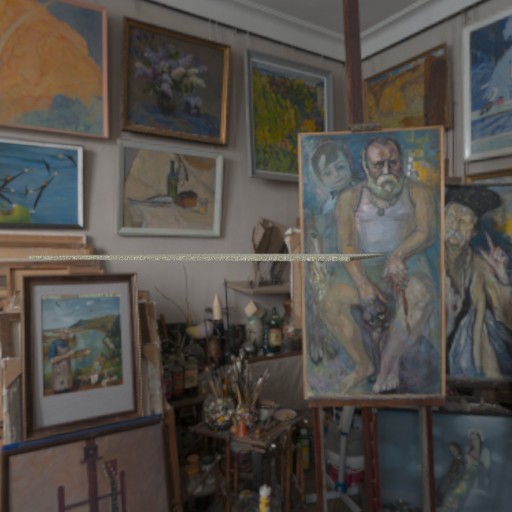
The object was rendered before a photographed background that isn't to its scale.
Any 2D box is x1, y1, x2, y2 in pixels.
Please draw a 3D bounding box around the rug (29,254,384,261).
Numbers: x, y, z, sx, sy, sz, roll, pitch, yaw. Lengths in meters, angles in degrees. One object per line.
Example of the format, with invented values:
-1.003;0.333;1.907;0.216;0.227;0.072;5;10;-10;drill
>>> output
0.000;0.000;2.959;1.532;0.018;2.297;0;1;19;rug
